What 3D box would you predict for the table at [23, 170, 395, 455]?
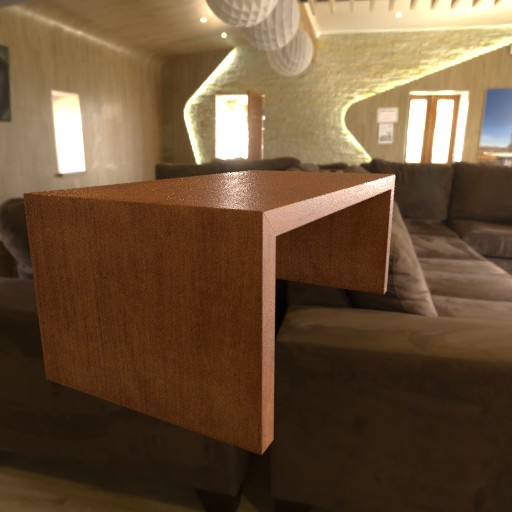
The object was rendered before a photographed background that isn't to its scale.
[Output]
[{"bbox_3d":[0.000,0.000,1.259,0.549,0.419,1.000,7,16,27],"label":"table"}]
